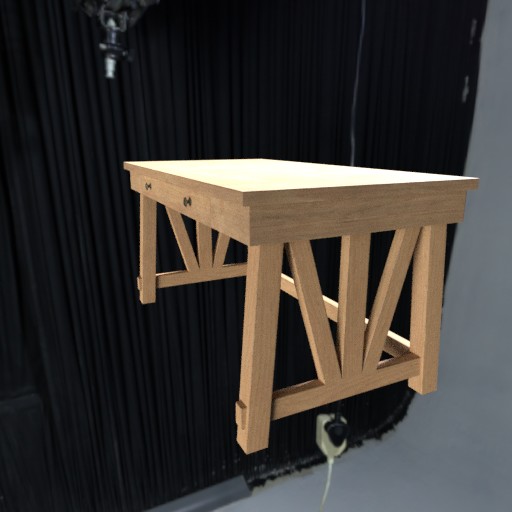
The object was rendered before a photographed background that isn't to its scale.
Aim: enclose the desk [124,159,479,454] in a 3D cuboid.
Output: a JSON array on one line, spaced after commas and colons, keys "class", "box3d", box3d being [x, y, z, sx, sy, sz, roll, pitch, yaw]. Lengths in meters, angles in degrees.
[{"class": "desk", "box3d": [0.000, 0.000, 1.955, 0.813, 0.762, 1.499, -7, 16, -25]}]
